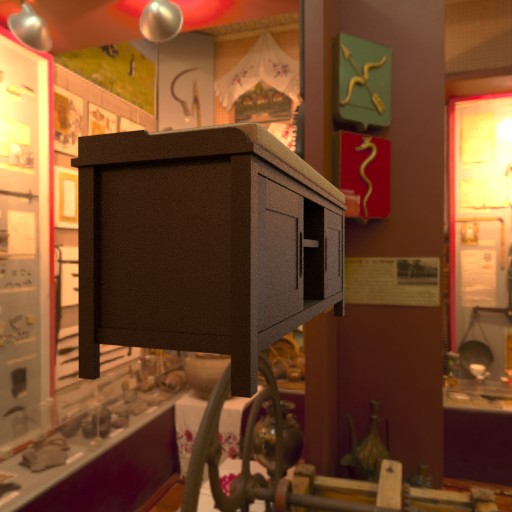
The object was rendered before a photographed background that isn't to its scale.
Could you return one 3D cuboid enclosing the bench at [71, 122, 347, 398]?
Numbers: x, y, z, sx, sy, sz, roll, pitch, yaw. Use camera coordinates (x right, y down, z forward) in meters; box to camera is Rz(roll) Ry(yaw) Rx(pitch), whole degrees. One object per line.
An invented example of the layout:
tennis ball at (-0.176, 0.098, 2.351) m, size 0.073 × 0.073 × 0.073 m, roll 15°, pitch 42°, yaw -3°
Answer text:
bench at (0.000, 0.000, 1.378) m, size 0.398 × 0.501 × 1.140 m, roll 0°, pitch 0°, yaw 20°
